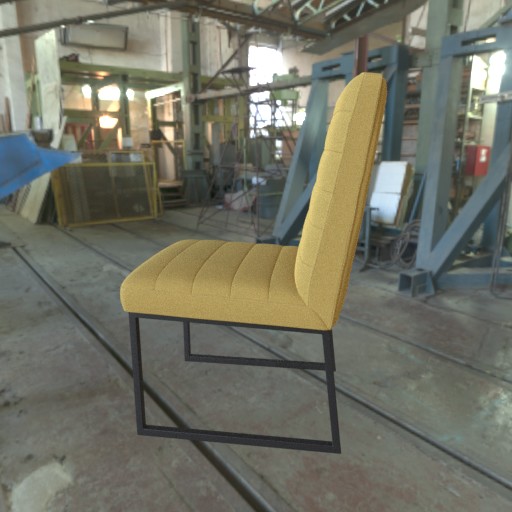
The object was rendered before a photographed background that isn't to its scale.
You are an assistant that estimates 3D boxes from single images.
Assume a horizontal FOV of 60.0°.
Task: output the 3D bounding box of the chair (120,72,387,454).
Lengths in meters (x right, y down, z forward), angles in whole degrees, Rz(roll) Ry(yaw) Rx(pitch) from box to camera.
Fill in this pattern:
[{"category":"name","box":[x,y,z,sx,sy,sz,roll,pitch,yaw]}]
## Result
[{"category":"chair","box":[0.000,0.000,1.298,0.634,0.930,0.520,2,14,8]}]
